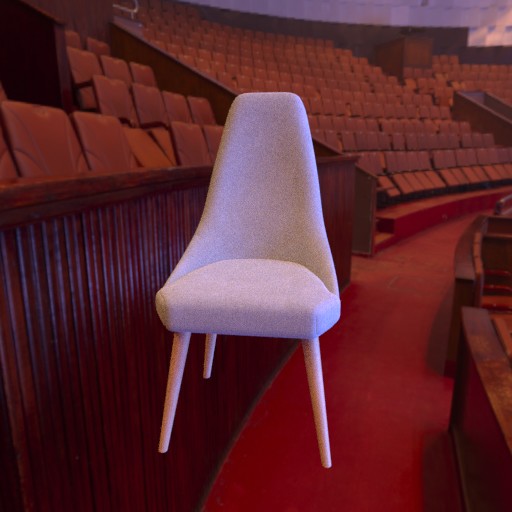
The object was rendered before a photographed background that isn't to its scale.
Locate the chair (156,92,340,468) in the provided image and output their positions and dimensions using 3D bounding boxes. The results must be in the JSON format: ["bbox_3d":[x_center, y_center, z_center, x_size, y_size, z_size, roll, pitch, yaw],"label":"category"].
[{"bbox_3d":[0.000,0.000,1.398,0.510,1.040,0.660,2,14,7],"label":"chair"}]
